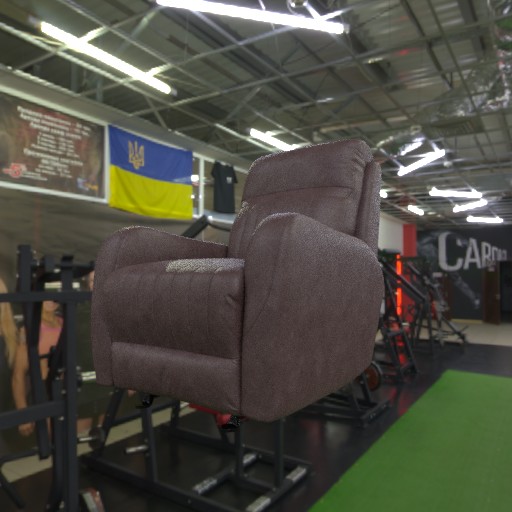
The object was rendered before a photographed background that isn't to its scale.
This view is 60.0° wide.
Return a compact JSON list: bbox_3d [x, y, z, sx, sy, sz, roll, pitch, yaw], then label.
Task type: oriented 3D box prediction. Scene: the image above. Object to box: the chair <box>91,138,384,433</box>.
[{"bbox_3d":[0.000,0.000,1.805,0.865,1.067,1.067,-1,-2,35],"label":"chair"}]
